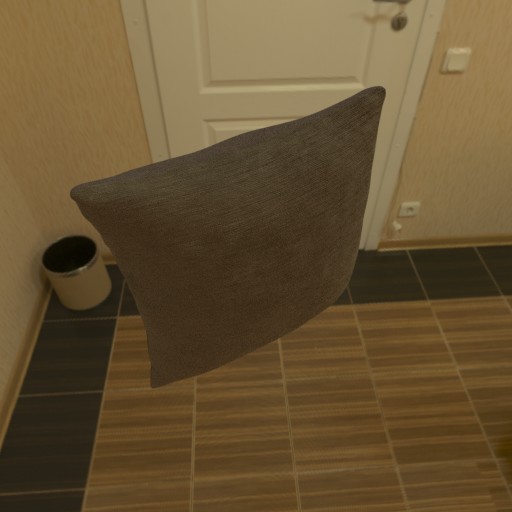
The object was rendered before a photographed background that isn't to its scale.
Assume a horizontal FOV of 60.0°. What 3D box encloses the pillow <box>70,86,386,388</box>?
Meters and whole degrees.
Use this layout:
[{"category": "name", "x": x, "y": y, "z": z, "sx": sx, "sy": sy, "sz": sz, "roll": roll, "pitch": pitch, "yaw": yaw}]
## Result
[{"category": "pillow", "x": 0.000, "y": 0.000, "z": 0.695, "sx": 0.452, "sy": 0.439, "sz": 0.204, "roll": -25, "pitch": 51, "yaw": -22}]
